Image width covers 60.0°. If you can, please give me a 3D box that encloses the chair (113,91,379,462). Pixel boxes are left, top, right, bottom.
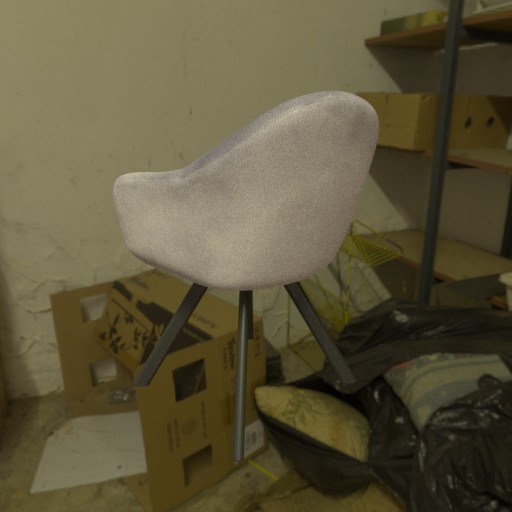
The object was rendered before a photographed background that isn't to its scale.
[{"bbox_3d":[0.000,0.000,1.156,0.570,0.780,0.540,-15,22,-43],"label":"chair"}]
